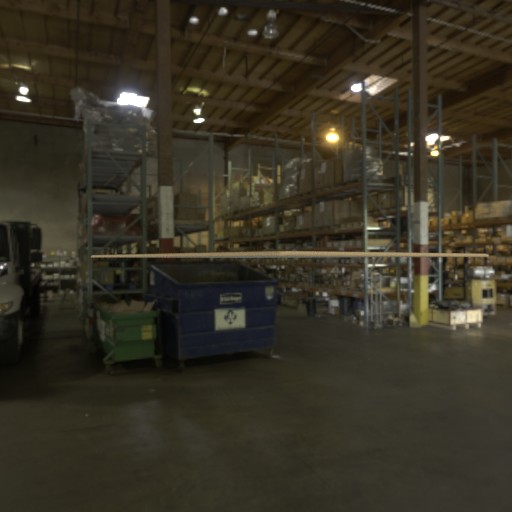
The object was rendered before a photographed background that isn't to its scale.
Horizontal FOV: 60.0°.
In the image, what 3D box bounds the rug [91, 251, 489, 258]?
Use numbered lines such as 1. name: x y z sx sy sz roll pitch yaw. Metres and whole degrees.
1. rug: 0.000 0.000 2.099 1.062 0.013 1.667 0 0 -36
